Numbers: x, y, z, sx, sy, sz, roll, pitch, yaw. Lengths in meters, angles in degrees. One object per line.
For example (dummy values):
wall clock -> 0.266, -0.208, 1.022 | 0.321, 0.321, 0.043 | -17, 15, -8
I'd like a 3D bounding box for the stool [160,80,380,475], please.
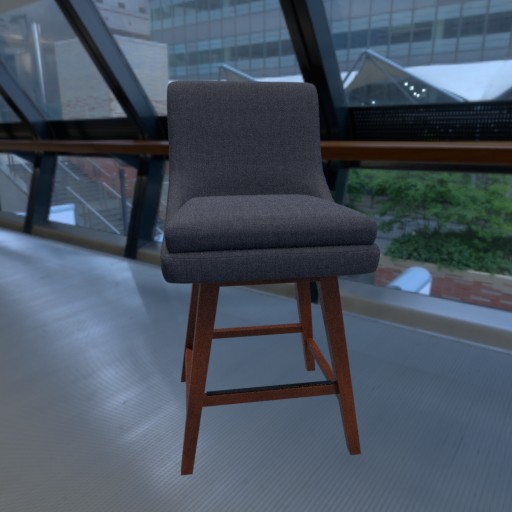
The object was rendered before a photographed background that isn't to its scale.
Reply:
stool -> 0.000, 0.000, 1.157 | 0.467, 0.895, 0.524 | -3, 16, -9
